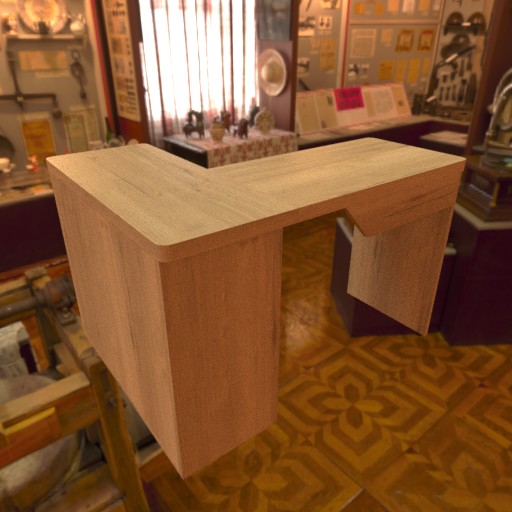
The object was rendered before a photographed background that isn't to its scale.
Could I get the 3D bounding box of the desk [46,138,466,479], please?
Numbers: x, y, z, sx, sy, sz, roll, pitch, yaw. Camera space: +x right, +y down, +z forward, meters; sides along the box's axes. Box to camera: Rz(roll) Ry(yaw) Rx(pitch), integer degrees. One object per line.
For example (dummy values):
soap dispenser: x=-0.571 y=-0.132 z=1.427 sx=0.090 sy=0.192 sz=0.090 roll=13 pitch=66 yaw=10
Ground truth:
desk: x=0.000 y=0.000 z=1.708 sx=1.169 sy=0.760 sz=0.900 roll=-19 pitch=33 yaw=-33
